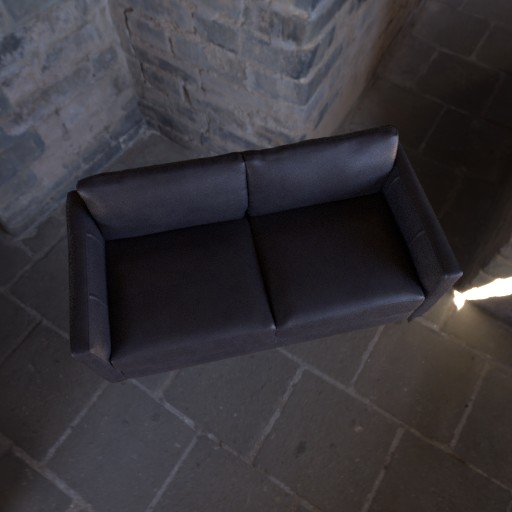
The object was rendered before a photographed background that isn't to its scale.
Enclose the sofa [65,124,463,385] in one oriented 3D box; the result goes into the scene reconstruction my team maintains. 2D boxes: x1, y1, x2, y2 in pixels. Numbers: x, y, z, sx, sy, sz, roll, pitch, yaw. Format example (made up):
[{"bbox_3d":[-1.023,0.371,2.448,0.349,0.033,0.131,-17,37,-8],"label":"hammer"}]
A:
[{"bbox_3d":[0.000,0.000,2.315,1.805,0.883,0.947,-13,63,-7],"label":"sofa"}]
